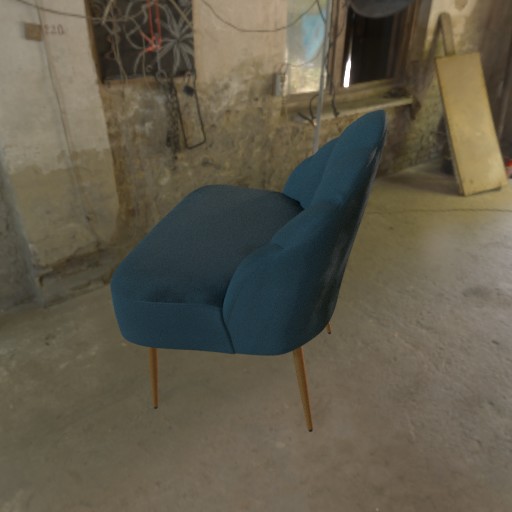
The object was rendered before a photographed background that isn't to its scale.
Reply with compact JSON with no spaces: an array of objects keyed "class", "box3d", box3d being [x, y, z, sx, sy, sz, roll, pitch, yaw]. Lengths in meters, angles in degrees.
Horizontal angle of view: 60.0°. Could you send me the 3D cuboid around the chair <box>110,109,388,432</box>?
[{"class":"chair","box3d":[0.000,0.000,1.235,0.599,0.819,0.657,8,32,13]}]
